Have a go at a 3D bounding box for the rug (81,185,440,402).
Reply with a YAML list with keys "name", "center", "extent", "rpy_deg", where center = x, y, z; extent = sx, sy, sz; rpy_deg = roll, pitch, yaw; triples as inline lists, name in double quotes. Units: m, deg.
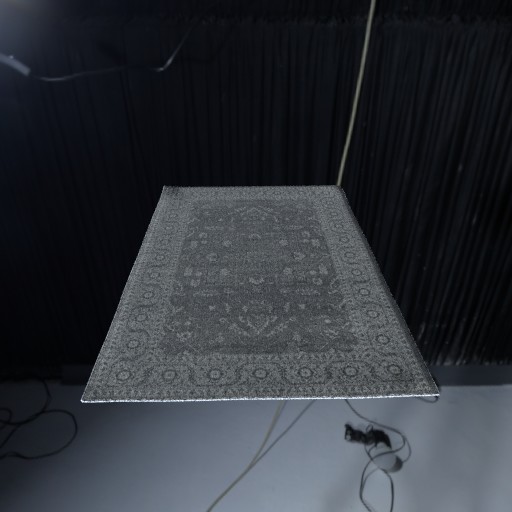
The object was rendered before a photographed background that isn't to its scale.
- name: "rug"
  center: [0.000, 0.000, 2.258]
  extent: [1.209, 0.019, 1.828]
  rpy_deg: [-1, 32, -1]
